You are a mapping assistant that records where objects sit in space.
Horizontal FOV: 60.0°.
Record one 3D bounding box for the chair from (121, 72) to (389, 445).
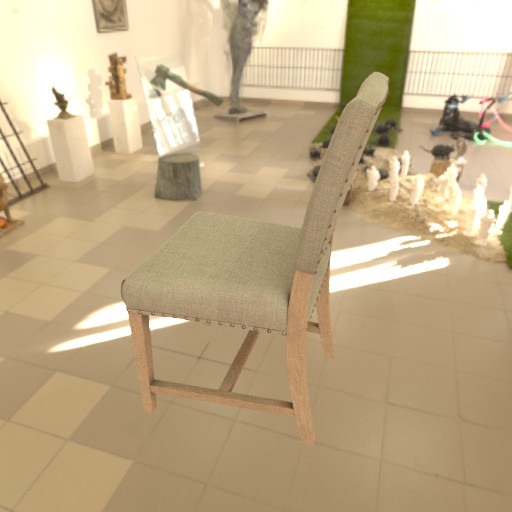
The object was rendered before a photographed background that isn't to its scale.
[{"bbox_3d":[0.000,0.000,1.314,0.622,0.986,0.508,9,31,15],"label":"chair"}]
